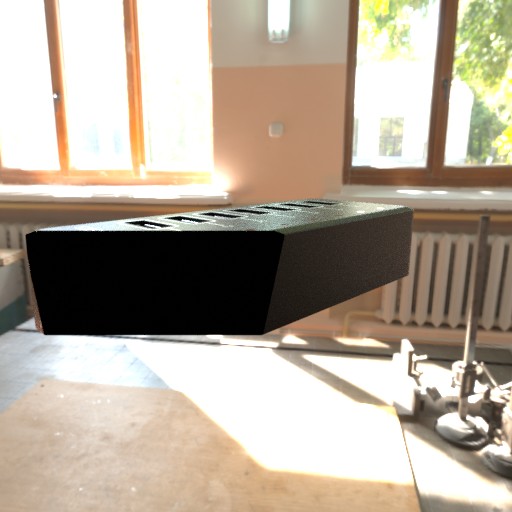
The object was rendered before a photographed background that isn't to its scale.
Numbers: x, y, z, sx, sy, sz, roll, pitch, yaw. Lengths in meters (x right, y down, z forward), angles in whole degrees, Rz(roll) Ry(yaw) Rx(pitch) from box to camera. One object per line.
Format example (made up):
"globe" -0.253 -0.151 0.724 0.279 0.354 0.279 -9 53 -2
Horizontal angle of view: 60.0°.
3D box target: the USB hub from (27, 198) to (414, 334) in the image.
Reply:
"USB hub" 0.000 0.000 0.127 0.044 0.023 0.110 12 18 43
